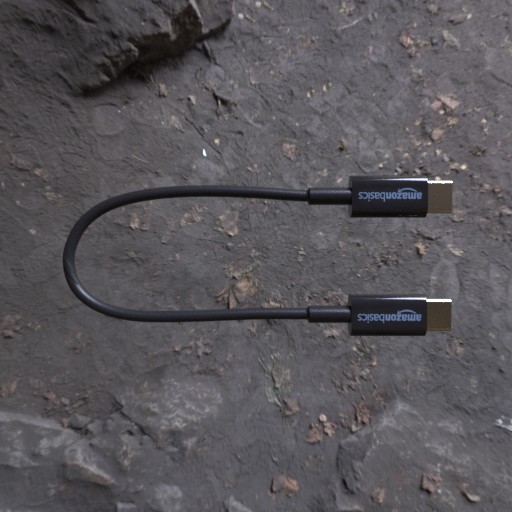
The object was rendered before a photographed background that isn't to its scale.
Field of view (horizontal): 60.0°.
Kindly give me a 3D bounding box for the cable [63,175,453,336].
[{"bbox_3d":[0.000,0.000,0.113,0.098,0.005,0.041,0,91,0],"label":"cable"}]
